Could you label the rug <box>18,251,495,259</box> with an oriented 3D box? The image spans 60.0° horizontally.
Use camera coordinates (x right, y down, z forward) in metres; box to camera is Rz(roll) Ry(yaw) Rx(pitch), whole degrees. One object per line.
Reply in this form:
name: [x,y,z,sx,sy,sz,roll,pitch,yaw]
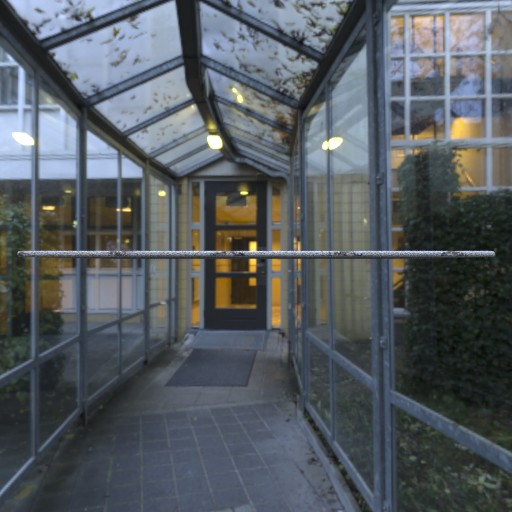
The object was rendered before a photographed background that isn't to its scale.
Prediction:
rug: [0.000,0.000,3.008,2.438,0.030,1.524,0,-1,-1]
